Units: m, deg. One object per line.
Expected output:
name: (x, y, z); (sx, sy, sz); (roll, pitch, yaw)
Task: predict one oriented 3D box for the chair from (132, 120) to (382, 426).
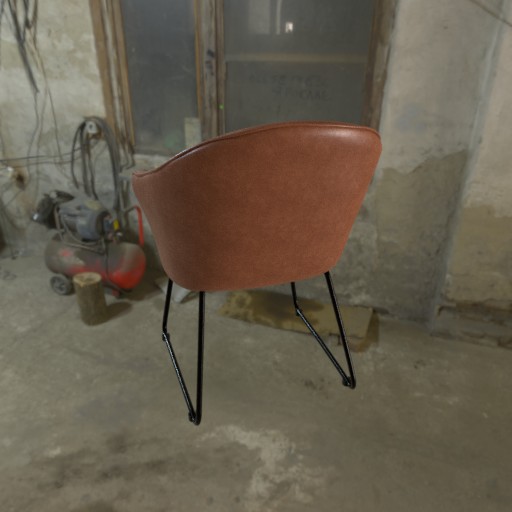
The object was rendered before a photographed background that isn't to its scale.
chair: (0.000, 0.000, 1.181); (0.582, 0.785, 0.580); (-8, 28, -16)
